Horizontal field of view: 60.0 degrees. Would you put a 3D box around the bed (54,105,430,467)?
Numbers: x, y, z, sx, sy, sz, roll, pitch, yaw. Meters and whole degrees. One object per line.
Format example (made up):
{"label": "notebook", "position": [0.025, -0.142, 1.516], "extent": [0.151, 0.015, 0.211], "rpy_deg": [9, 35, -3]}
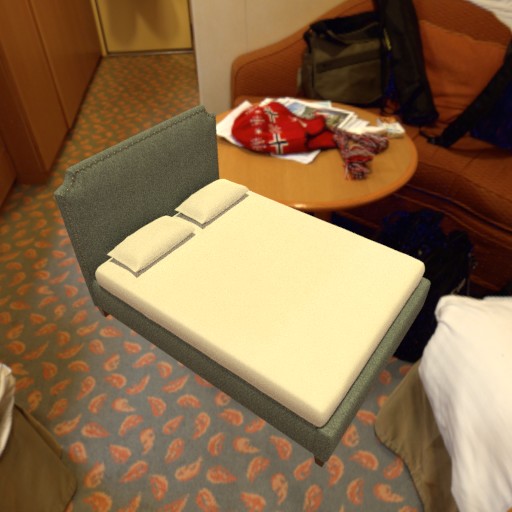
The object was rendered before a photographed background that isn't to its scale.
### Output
{"label": "bed", "position": [0.000, 0.000, 3.510], "extent": [2.372, 1.443, 1.712], "rpy_deg": [26, 47, 27]}
